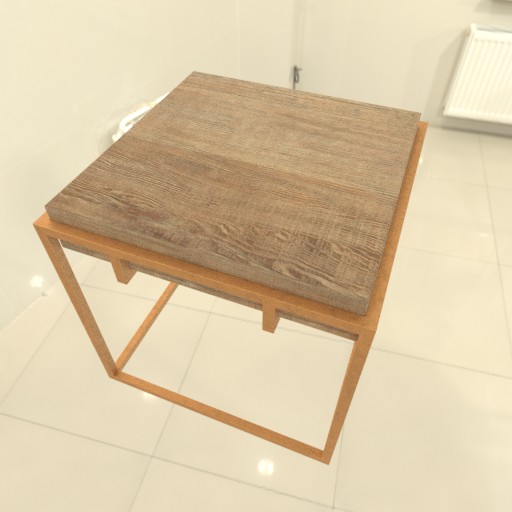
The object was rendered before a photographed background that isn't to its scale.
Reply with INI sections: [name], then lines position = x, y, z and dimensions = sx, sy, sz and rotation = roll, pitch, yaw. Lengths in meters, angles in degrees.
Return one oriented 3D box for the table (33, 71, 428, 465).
[table]
position = 0.000, 0.000, 1.076
dimensions = 0.599, 0.584, 0.599
rotation = 16, 49, 15
